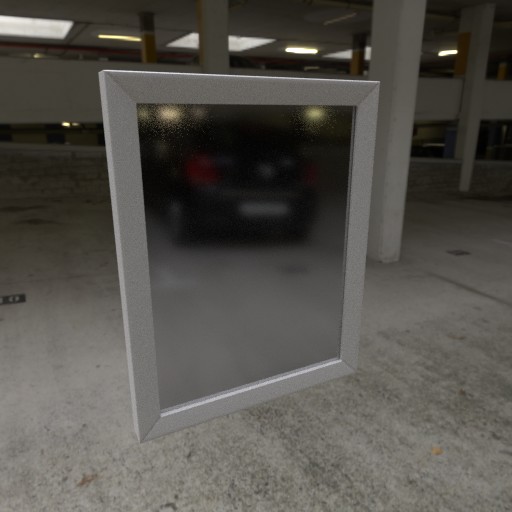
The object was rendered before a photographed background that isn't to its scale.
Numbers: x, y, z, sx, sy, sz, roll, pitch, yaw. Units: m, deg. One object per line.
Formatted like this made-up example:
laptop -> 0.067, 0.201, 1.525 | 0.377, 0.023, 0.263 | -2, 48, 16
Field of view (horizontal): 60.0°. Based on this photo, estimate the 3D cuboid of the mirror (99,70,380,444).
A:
mirror -> 0.000, 0.000, 0.679 | 0.405, 0.508, 0.041 | -9, 20, -26
